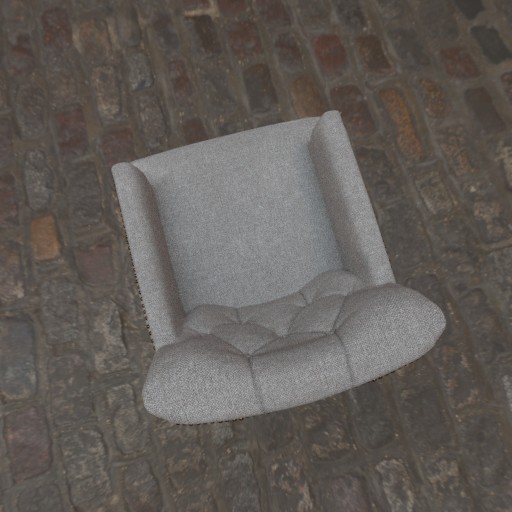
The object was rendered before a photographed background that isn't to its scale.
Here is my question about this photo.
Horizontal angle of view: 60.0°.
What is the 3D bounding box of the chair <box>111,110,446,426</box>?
[{"bbox_3d":[0.000,0.000,1.453,0.737,0.823,0.902,-15,76,-4],"label":"chair"}]
